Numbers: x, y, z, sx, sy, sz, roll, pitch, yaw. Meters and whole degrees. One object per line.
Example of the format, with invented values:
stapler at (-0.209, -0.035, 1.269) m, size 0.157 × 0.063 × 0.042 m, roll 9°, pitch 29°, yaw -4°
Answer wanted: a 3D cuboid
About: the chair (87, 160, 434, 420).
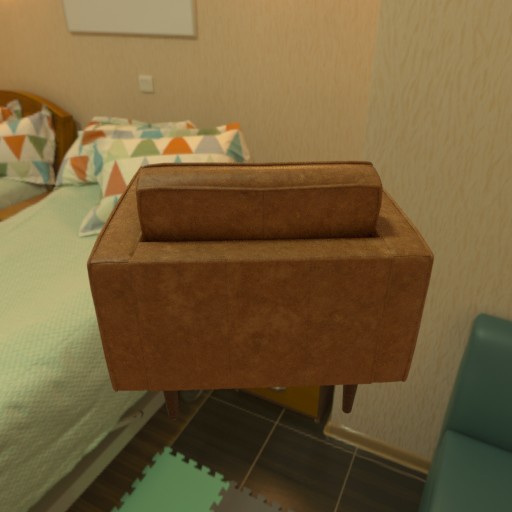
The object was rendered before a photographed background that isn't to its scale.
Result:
chair at (0.000, 0.000, 1.533) m, size 0.928 × 0.767 × 0.798 m, roll -1°, pitch 29°, yaw -2°
